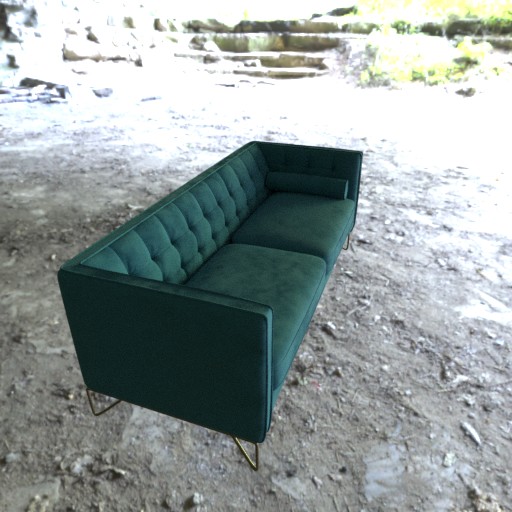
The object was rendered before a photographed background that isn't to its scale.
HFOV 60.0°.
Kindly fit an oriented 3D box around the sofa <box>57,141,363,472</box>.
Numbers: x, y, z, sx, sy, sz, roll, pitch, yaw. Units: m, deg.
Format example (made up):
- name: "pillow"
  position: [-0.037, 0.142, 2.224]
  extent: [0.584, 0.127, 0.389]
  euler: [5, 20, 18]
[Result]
- name: "sofa"
  position: [0.000, 0.000, 2.547]
  extent: [0.867, 0.789, 2.087]
  euler: [10, 30, 18]
